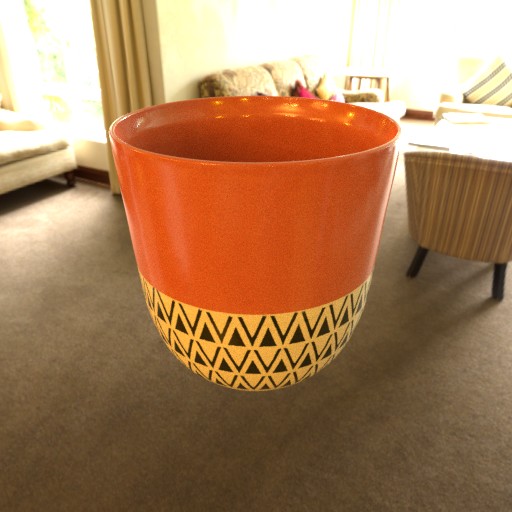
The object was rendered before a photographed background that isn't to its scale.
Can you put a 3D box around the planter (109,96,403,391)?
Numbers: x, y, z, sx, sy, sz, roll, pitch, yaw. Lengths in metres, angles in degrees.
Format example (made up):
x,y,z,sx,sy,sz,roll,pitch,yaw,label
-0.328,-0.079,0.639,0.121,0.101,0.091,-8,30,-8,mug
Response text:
x,y,z,sx,sy,sz,roll,pitch,yaw,label
0.000,0.000,0.357,0.195,0.214,0.195,0,29,0,planter
